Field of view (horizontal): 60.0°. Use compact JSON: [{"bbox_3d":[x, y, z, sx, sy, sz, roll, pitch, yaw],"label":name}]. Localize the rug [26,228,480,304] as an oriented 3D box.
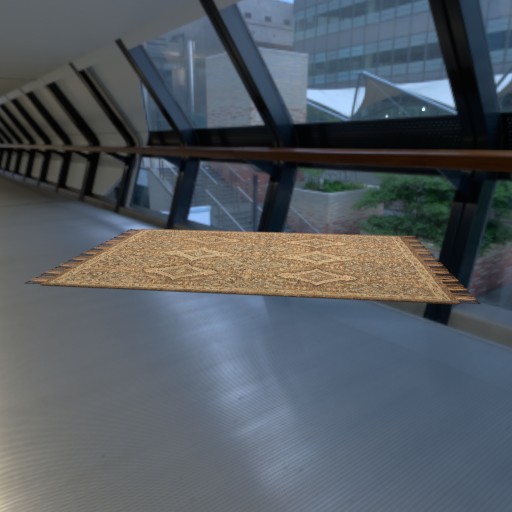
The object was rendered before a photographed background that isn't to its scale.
[{"bbox_3d":[0.000,0.000,3.058,2.434,0.010,1.516,2,16,7],"label":"rug"}]
